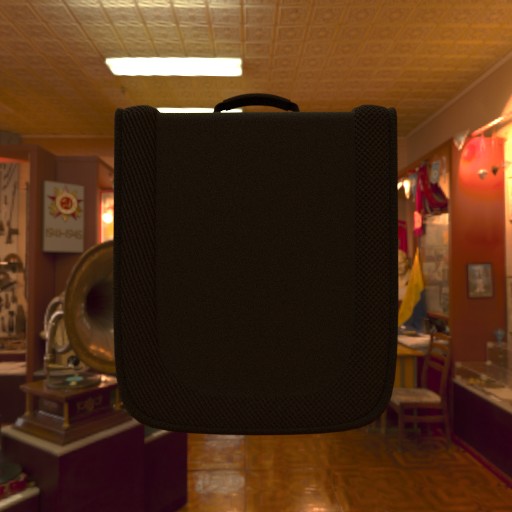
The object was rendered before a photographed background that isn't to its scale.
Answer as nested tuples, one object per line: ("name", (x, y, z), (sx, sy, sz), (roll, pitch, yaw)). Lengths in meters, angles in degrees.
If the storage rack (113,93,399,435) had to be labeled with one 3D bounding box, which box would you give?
("storage rack", (0.000, 0.000, 0.539), (0.297, 0.387, 0.168), (0, -2, 0))
